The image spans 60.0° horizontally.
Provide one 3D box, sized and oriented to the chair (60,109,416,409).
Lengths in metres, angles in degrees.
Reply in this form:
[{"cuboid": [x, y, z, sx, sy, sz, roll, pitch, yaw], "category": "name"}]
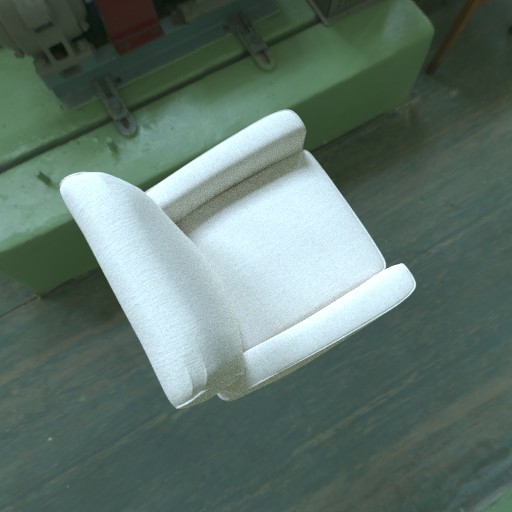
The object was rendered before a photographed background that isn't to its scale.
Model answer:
[{"cuboid": [0.000, 0.000, 1.619, 0.858, 1.028, 0.841, -31, 77, -8], "category": "chair"}]
